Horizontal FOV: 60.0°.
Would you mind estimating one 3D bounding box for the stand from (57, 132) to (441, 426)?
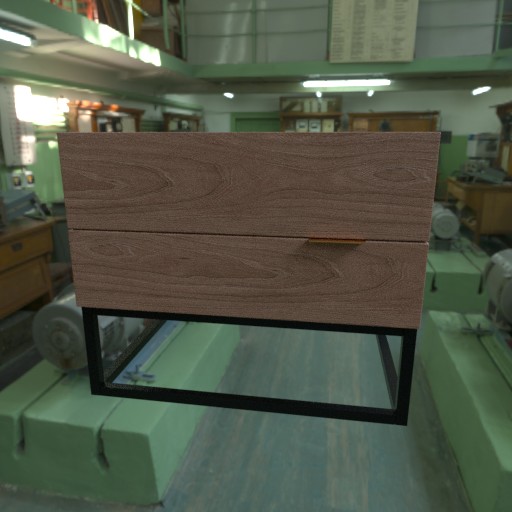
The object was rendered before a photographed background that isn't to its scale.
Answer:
[{"bbox_3d":[0.000,0.000,0.932,0.600,0.500,0.420,3,16,9],"label":"stand"}]
